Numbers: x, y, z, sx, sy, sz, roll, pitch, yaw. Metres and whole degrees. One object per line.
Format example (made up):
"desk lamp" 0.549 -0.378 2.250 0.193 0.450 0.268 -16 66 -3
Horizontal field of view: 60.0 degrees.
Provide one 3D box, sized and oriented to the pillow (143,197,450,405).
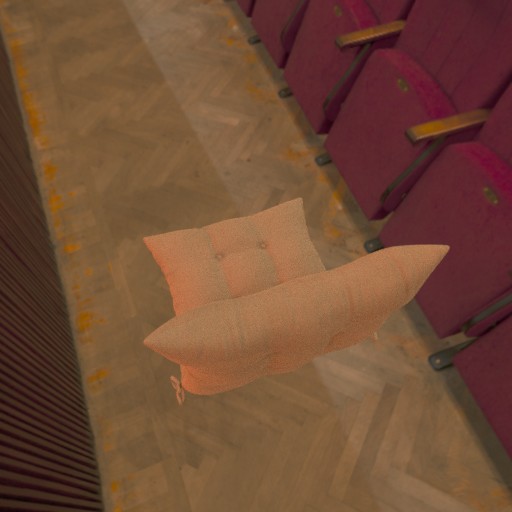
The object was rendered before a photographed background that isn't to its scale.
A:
"pillow" 0.000 0.000 1.019 0.541 0.536 0.585 -16 59 -10
